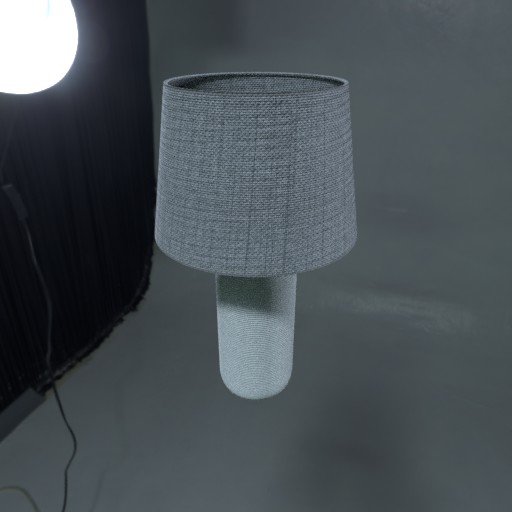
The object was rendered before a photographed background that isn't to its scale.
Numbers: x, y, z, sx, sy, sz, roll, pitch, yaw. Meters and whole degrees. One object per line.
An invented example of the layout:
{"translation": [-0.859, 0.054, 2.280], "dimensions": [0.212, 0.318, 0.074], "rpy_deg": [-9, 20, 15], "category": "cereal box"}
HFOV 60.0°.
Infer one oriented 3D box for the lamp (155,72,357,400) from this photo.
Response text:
{"translation": [0.000, 0.000, 0.580], "dimensions": [0.251, 0.429, 0.251], "rpy_deg": [0, 27, 0], "category": "lamp"}
